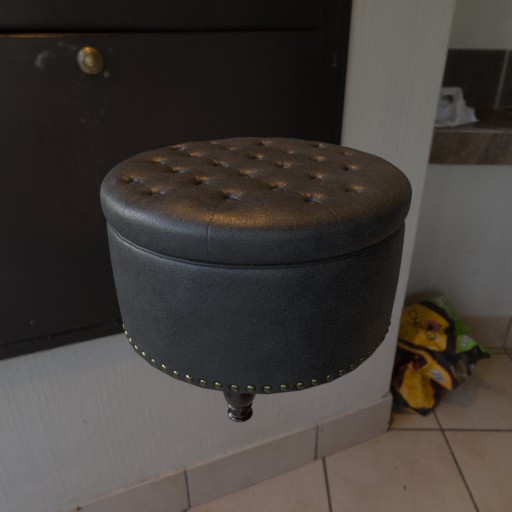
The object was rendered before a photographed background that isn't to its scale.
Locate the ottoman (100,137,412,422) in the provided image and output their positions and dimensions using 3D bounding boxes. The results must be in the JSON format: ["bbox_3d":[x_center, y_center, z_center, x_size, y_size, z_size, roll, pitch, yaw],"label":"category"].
[{"bbox_3d":[0.000,0.000,1.028,0.637,0.442,0.637,0,26,0],"label":"ottoman"}]
